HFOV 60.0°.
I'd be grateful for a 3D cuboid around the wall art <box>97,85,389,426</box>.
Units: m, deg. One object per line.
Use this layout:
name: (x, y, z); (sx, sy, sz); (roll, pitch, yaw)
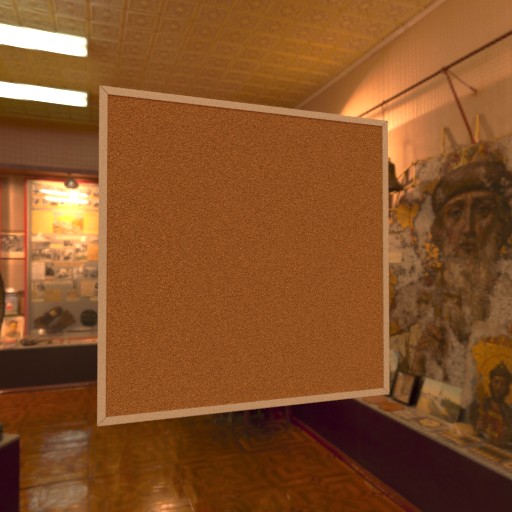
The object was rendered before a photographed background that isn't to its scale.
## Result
wall art: (0.000, 0.000, 0.758); (0.508, 0.508, 0.037); (0, -1, -19)
